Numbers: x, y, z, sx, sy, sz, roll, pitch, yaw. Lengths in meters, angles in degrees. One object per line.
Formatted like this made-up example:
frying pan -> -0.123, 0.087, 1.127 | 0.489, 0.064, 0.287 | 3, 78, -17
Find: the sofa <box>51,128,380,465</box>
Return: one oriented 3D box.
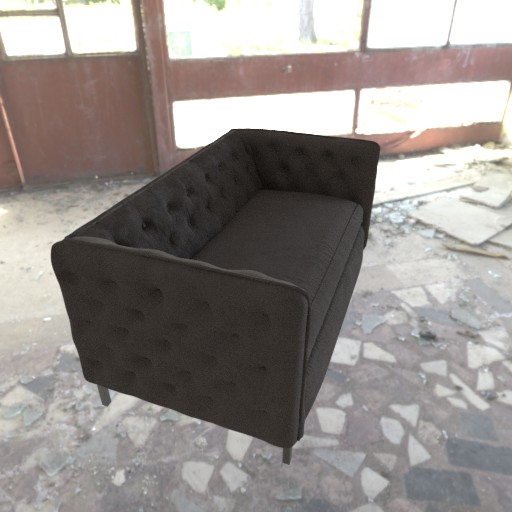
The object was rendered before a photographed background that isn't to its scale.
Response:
sofa -> 0.000, 0.000, 2.128 | 0.909, 0.810, 1.583 | 11, 33, 18
